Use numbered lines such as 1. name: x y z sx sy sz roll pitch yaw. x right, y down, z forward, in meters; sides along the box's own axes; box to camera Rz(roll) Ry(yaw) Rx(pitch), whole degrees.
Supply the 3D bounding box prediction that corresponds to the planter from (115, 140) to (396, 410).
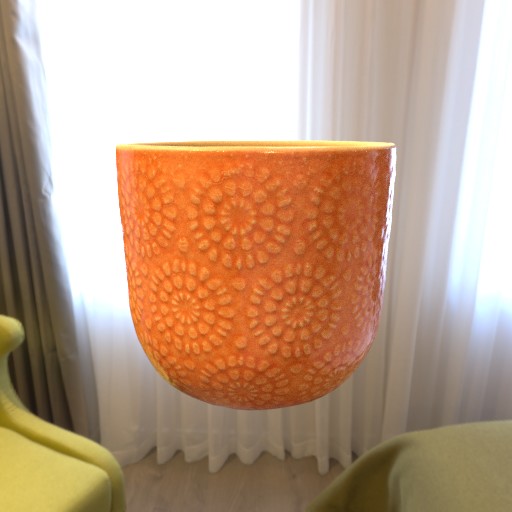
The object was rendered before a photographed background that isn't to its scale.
1. planter: 0.000 0.000 0.292 0.170 0.152 0.170 0 16 0
